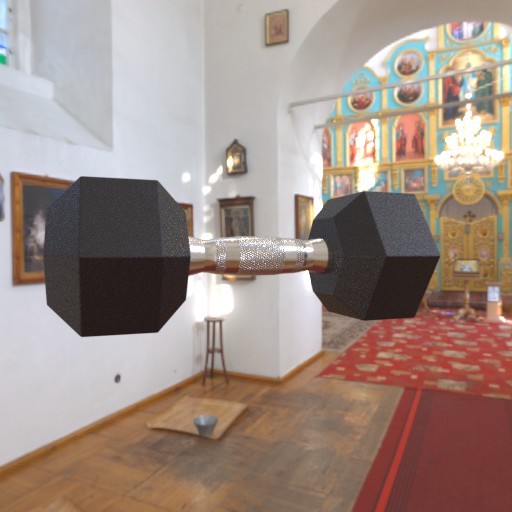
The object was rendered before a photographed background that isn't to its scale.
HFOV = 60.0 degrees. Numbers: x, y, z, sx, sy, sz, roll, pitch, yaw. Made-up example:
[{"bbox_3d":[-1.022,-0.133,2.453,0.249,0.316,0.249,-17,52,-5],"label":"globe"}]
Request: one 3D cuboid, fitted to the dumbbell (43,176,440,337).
[{"bbox_3d":[0.000,0.000,0.420,0.356,0.123,0.141,0,0,-19],"label":"dumbbell"}]
